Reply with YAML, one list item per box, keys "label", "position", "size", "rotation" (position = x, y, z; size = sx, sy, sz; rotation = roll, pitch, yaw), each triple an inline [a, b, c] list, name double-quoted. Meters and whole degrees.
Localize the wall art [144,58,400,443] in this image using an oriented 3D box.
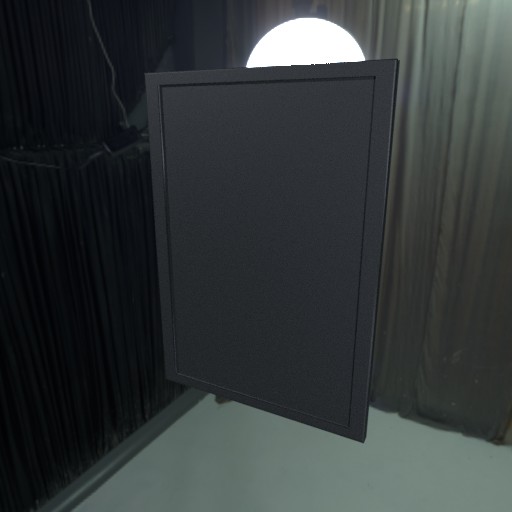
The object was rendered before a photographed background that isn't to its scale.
- label: "wall art"
  position: [0.000, 0.000, 0.548]
  size: [0.303, 0.431, 0.013]
  rotation: [9, 19, 26]
